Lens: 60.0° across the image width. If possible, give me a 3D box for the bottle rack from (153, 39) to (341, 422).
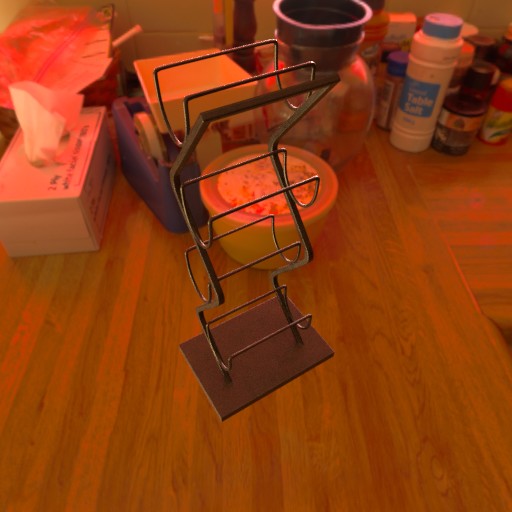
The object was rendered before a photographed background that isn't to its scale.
[{"bbox_3d":[0.000,0.000,0.686,0.254,0.559,0.178,-24,51,-21],"label":"bottle rack"}]
